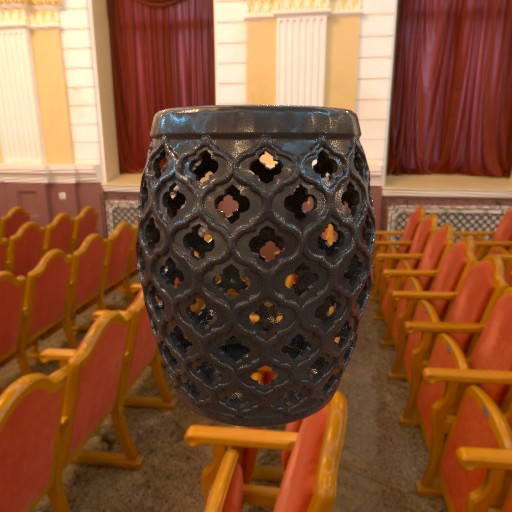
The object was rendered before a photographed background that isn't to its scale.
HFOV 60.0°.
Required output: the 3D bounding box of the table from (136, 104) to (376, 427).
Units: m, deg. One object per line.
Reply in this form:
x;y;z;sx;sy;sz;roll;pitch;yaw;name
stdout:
0.000;0.000;0.628;0.325;0.388;0.325;0;14;0;table
